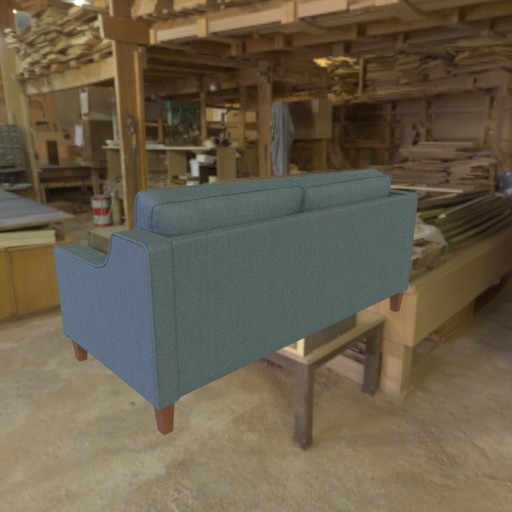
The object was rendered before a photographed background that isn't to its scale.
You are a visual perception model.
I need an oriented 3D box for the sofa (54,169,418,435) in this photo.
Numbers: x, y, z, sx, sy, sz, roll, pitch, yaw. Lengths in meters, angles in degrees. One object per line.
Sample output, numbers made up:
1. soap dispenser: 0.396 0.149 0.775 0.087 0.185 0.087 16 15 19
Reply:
1. sofa: 0.000 0.000 2.887 2.178 1.071 1.066 -15 21 -42
